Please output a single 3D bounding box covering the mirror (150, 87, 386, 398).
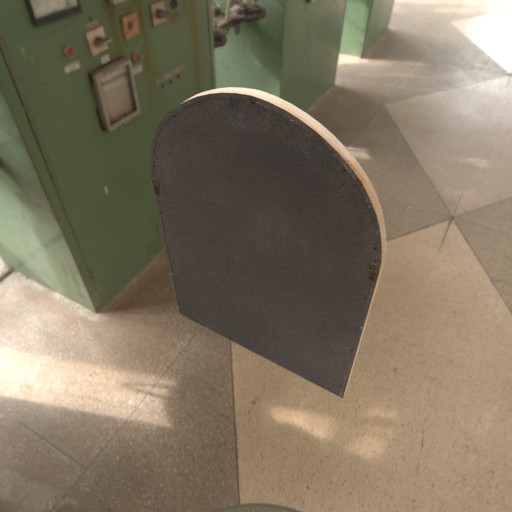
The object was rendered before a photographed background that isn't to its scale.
[{"bbox_3d":[0.000,0.000,1.212,0.660,0.920,0.032,23,49,21],"label":"mirror"}]
